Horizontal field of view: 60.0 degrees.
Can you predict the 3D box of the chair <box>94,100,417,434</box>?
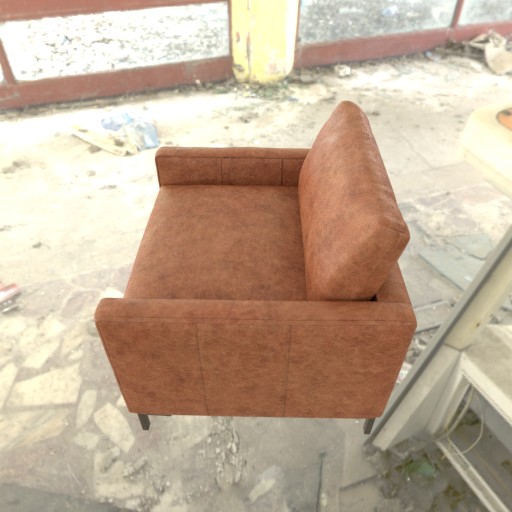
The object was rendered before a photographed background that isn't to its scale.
[{"bbox_3d":[0.000,0.000,1.611,0.862,0.869,0.967,1,42,1],"label":"chair"}]
